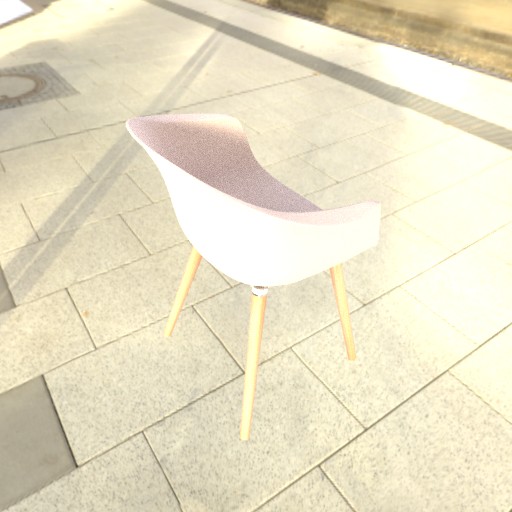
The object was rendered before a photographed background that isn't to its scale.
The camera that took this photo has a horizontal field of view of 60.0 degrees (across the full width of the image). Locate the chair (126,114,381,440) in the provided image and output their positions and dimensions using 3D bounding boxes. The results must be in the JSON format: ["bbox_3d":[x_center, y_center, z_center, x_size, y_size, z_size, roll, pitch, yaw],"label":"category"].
[{"bbox_3d":[0.000,0.000,1.160,0.504,0.781,0.593,-26,47,-27],"label":"chair"}]
